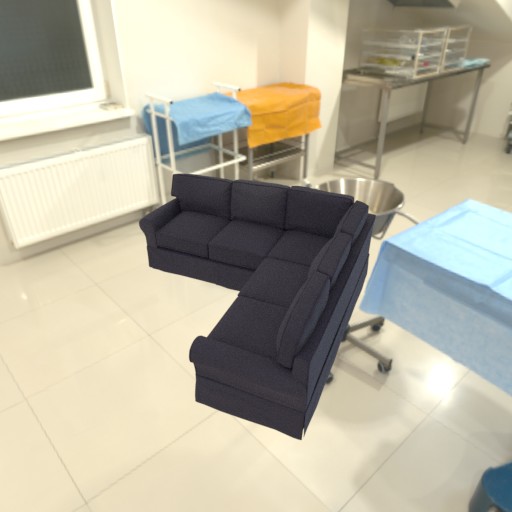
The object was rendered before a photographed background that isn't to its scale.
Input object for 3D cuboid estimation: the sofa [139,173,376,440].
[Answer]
[{"bbox_3d":[0.000,0.000,5.168,2.874,1.169,3.773,-21,37,-29],"label":"sofa"}]
